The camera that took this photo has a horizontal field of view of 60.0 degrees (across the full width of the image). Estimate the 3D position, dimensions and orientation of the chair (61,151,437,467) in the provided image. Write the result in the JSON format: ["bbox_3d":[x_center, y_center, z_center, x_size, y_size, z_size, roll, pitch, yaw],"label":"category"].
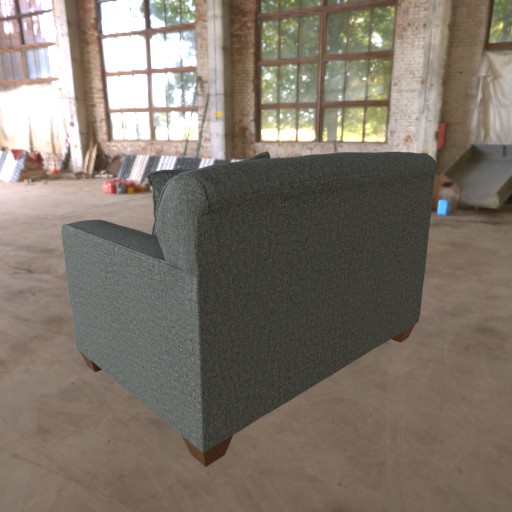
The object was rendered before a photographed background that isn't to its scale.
[{"bbox_3d":[0.000,0.000,2.007,1.383,0.948,1.000,-15,22,-42],"label":"chair"}]
